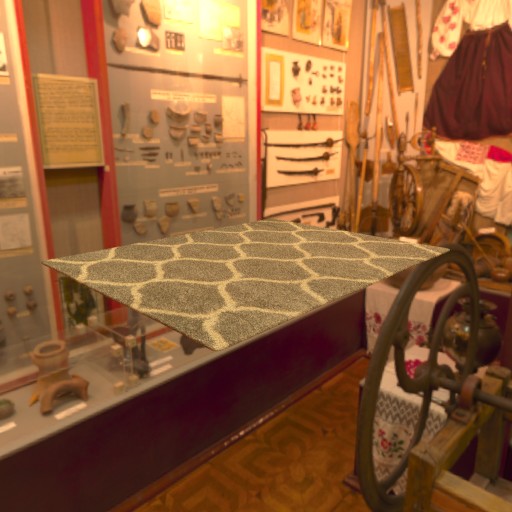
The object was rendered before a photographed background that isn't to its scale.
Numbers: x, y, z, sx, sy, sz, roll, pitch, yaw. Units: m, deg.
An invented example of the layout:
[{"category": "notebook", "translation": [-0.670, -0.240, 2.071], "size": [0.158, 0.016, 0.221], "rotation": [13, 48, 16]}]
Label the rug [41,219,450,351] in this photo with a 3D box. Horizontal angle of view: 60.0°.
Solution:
[{"category": "rug", "translation": [0.000, 0.000, 4.123], "size": [2.399, 0.026, 3.000], "rotation": [14, 21, 43]}]
